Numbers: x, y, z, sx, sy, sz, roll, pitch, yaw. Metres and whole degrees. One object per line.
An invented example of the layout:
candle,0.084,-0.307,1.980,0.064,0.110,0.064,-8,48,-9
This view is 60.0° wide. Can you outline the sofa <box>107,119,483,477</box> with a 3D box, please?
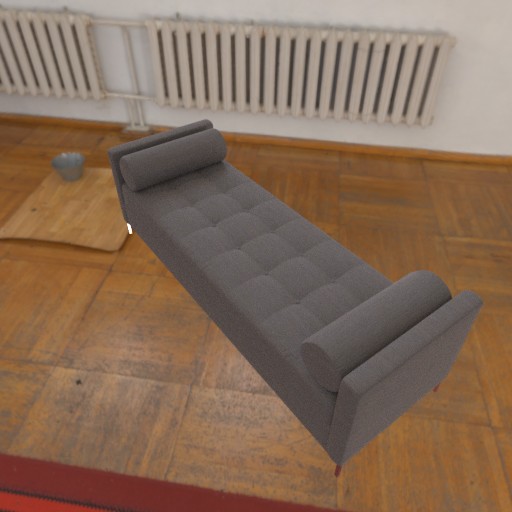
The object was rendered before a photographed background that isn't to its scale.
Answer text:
sofa,0.000,0.000,2.303,0.686,0.635,1.981,-26,48,-27
